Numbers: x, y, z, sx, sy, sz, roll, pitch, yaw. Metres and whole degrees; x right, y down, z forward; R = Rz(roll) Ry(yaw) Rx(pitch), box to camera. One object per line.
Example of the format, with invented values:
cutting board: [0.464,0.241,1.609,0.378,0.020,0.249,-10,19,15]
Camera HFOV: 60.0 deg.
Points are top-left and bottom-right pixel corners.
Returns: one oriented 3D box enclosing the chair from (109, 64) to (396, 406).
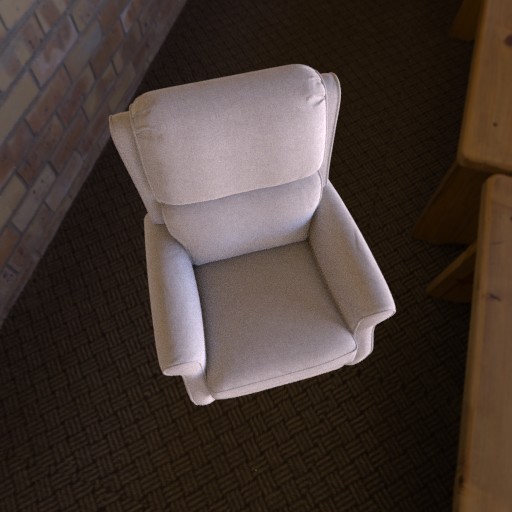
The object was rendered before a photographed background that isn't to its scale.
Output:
chair: [0.000,0.000,1.734,0.859,1.046,0.919,-13,65,-6]
